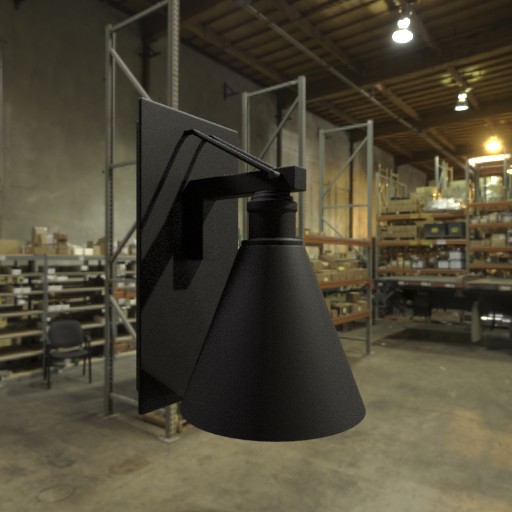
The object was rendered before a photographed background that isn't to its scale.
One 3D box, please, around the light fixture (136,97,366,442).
[{"bbox_3d":[0.000,0.000,0.425,0.207,0.298,0.170,0,0,36],"label":"light fixture"}]
